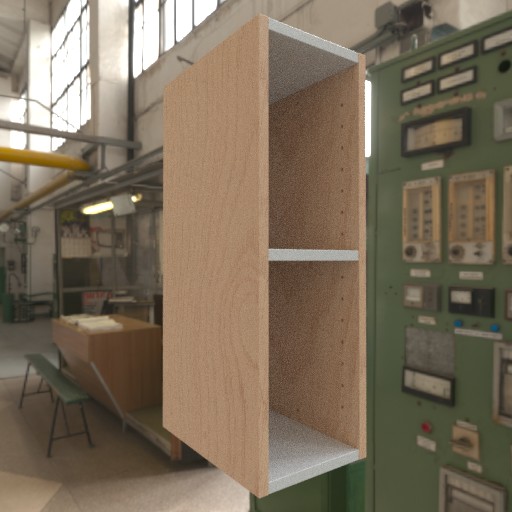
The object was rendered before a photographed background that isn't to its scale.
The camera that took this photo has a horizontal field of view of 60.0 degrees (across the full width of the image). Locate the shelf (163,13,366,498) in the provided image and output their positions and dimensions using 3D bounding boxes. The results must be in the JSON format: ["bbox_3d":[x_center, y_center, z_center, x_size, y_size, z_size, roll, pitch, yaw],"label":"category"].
[{"bbox_3d":[0.000,0.000,0.723,0.200,0.600,0.290,0,-1,-35],"label":"shelf"}]
